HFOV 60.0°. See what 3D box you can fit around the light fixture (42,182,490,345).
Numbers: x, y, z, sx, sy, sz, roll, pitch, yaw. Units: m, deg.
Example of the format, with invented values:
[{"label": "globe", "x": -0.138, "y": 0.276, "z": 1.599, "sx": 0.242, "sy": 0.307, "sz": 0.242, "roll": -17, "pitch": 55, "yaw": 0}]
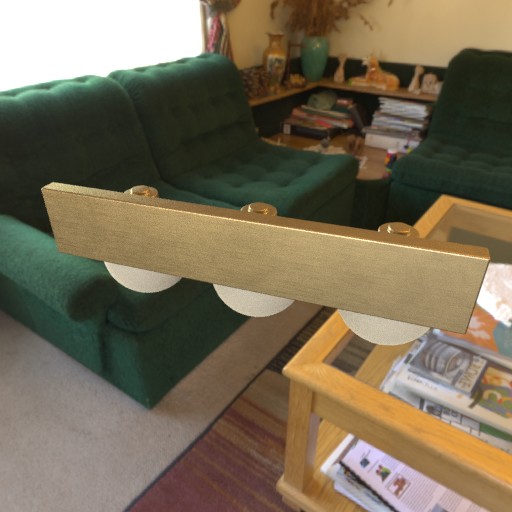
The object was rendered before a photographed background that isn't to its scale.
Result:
[{"label": "light fixture", "x": 0.000, "y": 0.000, "z": 0.833, "sx": 0.721, "sy": 0.263, "sz": 0.218, "roll": 10, "pitch": 33, "yaw": 16}]
